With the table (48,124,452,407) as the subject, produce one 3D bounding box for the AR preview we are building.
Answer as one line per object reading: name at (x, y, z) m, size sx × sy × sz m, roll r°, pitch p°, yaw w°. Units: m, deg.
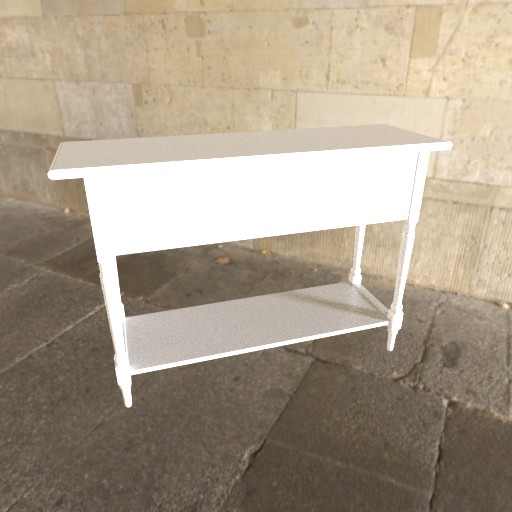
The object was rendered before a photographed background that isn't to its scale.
table at (0.000, 0.000, 1.589) m, size 1.197 × 0.808 × 0.384 m, roll -8°, pitch 27°, yaw -16°
